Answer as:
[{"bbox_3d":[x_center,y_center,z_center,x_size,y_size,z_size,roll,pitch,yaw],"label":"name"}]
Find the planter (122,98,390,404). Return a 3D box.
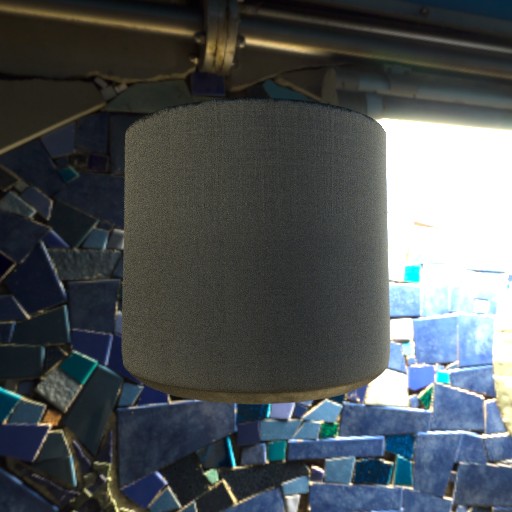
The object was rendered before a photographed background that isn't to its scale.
[{"bbox_3d":[0.000,0.000,0.390,0.226,0.201,0.226,0,-1,0],"label":"planter"}]
